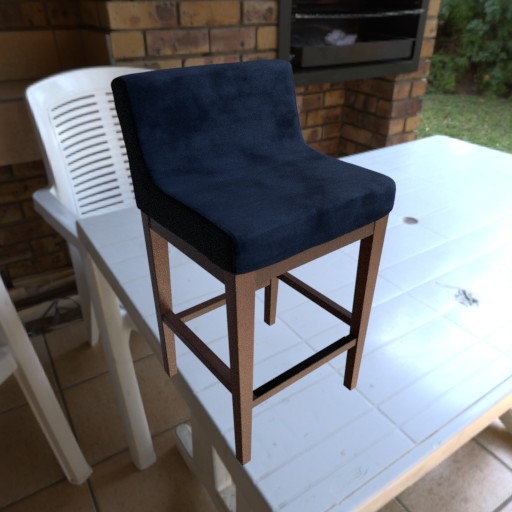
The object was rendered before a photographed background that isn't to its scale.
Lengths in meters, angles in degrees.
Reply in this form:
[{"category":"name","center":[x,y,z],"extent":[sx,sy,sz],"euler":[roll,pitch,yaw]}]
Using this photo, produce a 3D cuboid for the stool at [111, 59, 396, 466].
[{"category":"stool","center":[0.000,0.000,1.235],"extent":[0.511,0.945,0.516],"euler":[-22,37,-32]}]
